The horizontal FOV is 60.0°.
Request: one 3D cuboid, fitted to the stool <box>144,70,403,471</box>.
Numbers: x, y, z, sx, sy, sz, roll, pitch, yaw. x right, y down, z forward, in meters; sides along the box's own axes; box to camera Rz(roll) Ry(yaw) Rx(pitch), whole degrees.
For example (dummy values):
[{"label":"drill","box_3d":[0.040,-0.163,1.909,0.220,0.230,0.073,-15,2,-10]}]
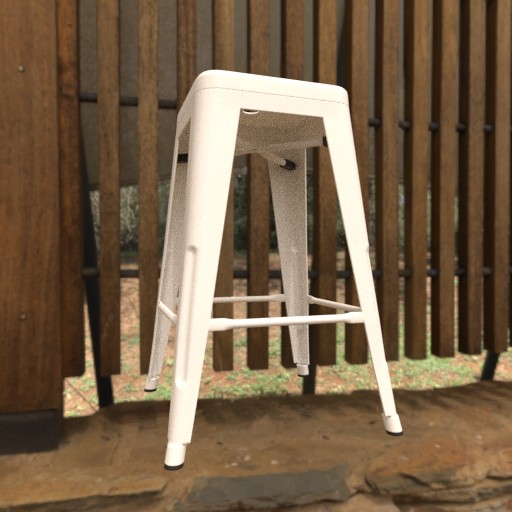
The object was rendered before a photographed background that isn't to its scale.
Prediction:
[{"label":"stool","box_3d":[0.000,0.000,0.883,0.406,0.610,0.406,0,0,-18]}]
